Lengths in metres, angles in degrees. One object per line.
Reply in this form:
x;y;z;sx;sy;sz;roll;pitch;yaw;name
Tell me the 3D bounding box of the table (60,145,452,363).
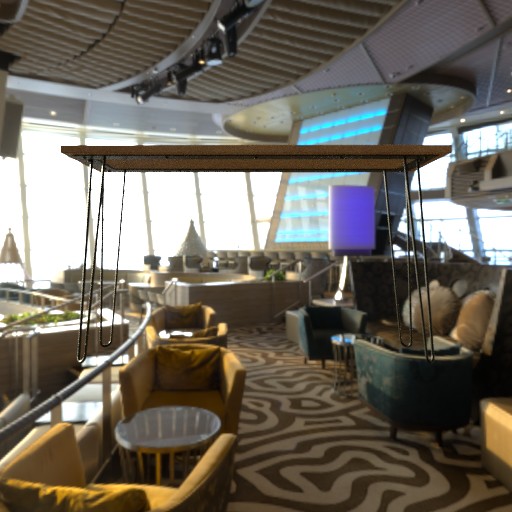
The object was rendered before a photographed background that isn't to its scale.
0.000;0.000;1.786;1.400;0.799;0.399;0;1;0;table
